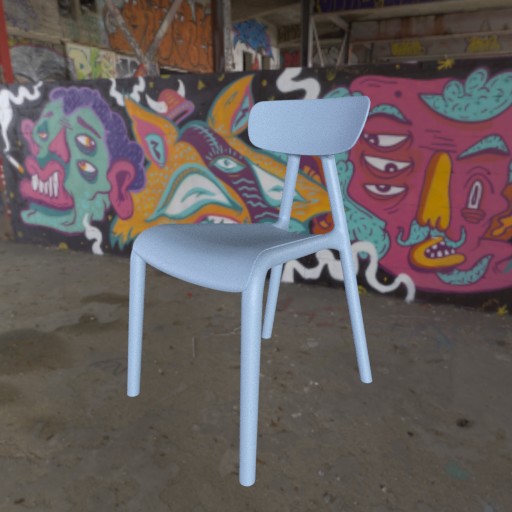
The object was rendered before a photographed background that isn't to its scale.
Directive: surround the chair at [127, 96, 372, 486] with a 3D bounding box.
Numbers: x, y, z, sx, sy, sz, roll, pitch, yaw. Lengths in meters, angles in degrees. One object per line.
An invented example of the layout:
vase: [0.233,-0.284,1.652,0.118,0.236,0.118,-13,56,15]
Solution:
chair: [0.000,0.000,0.844,0.356,0.580,0.401,15,22,42]
